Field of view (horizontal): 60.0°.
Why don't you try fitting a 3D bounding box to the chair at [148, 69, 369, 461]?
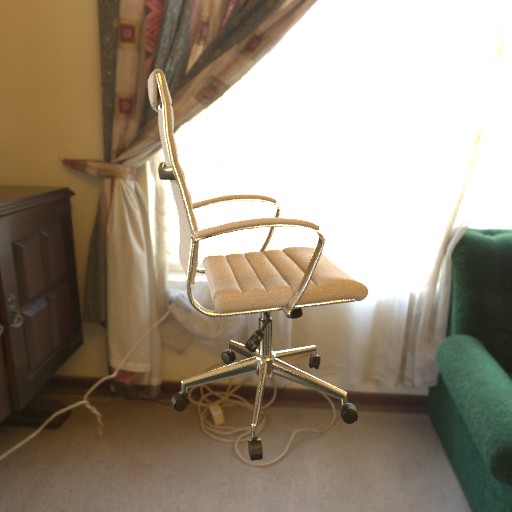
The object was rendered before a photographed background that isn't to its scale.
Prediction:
[{"bbox_3d":[0.000,0.000,1.555,0.667,1.149,0.679,-3,15,-10],"label":"chair"}]
